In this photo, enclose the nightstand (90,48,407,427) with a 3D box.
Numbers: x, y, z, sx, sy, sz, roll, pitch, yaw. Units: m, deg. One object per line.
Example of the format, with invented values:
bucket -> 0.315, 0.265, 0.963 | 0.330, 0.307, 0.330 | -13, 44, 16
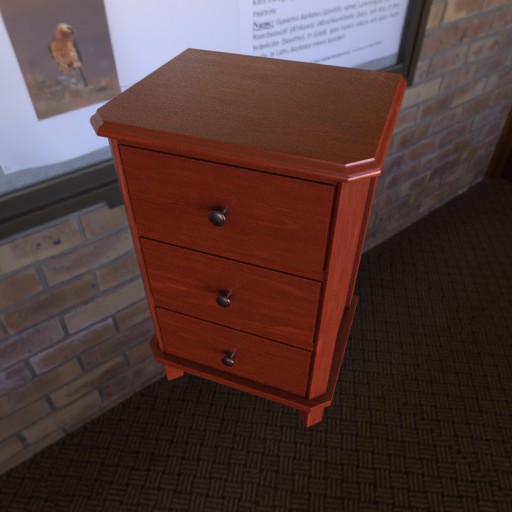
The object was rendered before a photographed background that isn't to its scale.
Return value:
nightstand -> 0.000, 0.000, 0.927 | 0.435, 0.681, 0.351 | 14, 44, 15
